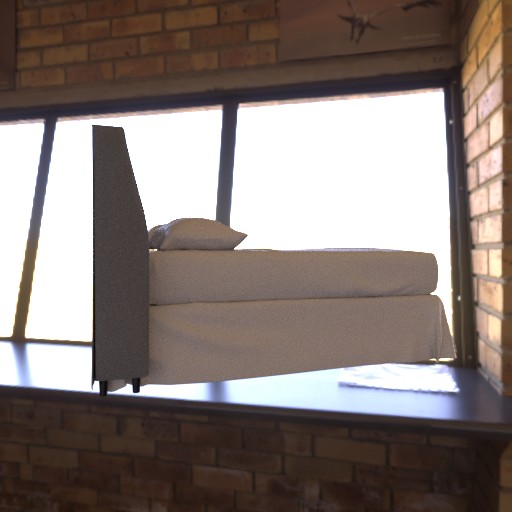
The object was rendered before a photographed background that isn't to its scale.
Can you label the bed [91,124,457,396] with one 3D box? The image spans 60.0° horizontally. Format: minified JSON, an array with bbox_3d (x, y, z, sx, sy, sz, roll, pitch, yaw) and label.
[{"bbox_3d":[0.000,0.000,3.343,2.276,1.332,1.925,0,1,-18],"label":"bed"}]
